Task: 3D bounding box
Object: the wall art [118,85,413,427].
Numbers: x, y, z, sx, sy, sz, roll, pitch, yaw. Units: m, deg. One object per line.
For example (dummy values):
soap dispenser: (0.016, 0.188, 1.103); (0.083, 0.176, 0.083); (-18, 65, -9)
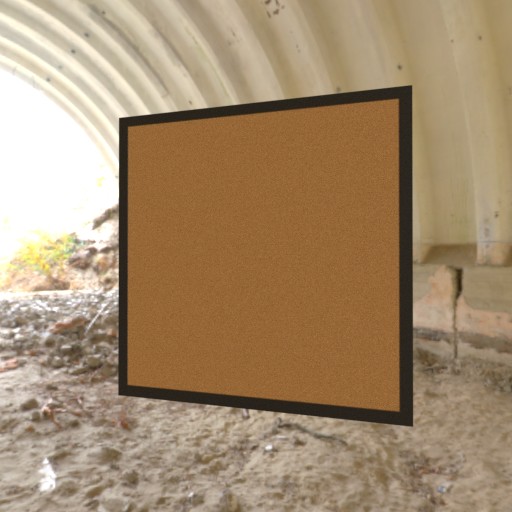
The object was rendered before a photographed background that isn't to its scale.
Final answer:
wall art: (0.000, 0.000, 0.457); (0.304, 0.304, 0.038); (0, 0, 18)
